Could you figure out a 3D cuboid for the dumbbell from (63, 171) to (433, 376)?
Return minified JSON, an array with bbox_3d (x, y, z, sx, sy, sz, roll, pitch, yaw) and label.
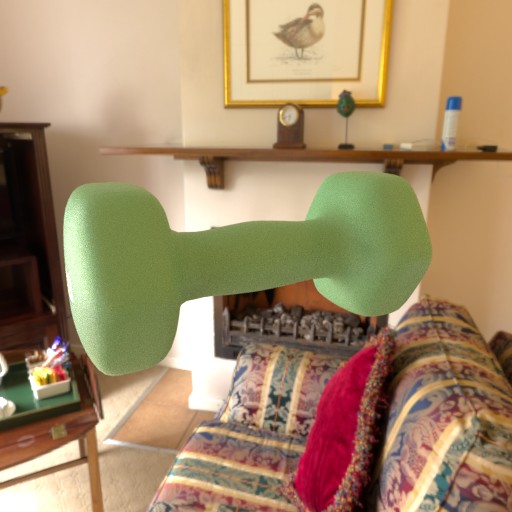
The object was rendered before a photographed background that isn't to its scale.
[{"bbox_3d":[0.000,0.000,0.325,0.257,0.114,0.126,-7,17,-25],"label":"dumbbell"}]
